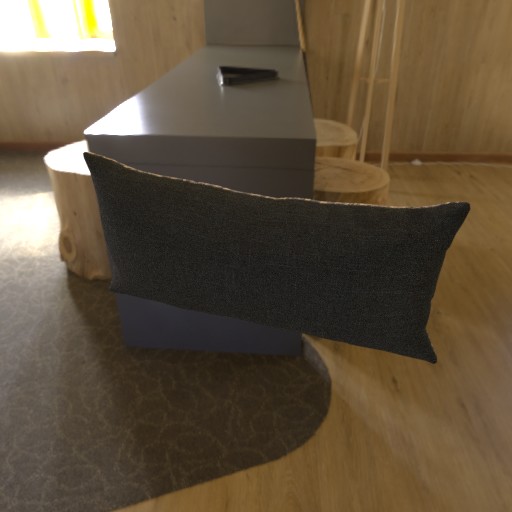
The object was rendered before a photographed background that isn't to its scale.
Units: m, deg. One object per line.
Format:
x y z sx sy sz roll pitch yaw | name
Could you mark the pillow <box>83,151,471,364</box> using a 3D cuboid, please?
0.000 0.000 0.741 0.631 0.292 0.148 10 34 16 | pillow
